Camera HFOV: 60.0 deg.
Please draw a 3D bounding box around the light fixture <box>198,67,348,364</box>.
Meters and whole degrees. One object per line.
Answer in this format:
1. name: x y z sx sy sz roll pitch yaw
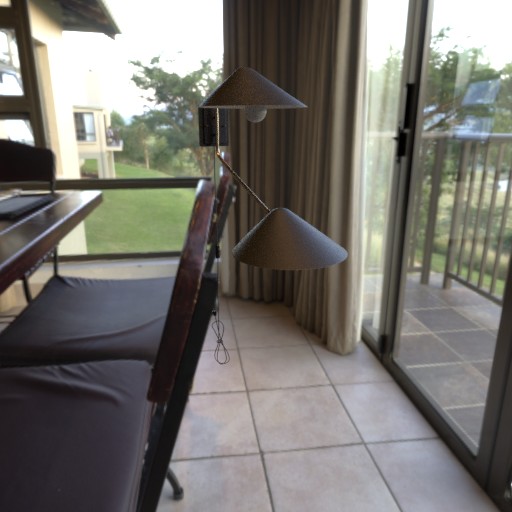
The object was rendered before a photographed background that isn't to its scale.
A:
1. light fixture: 0.000 0.000 0.834 0.189 0.665 0.422 -8 19 -26
